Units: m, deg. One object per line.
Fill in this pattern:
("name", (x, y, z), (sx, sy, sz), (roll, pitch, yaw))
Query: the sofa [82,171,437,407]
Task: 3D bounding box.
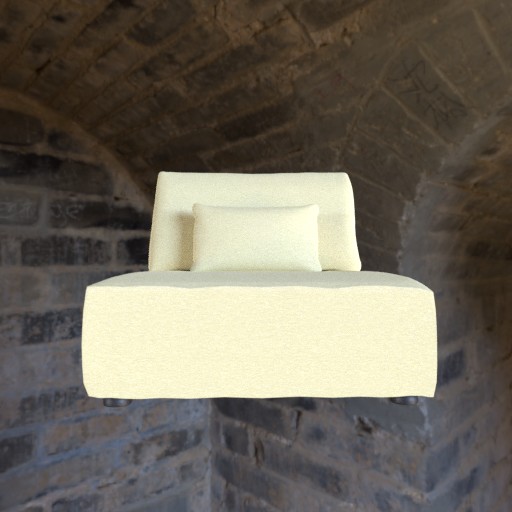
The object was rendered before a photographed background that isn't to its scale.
("sofa", (0.000, 0.000, 1.651), (0.930, 0.820, 1.000), (0, -2, -1))
